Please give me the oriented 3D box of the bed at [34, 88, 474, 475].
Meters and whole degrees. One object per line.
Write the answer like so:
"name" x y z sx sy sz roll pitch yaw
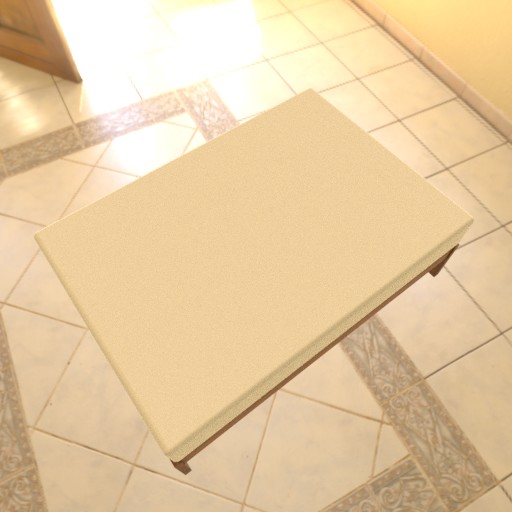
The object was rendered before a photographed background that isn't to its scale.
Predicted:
"bed" 0.000 0.000 2.574 1.927 0.616 1.348 -33 64 -18
